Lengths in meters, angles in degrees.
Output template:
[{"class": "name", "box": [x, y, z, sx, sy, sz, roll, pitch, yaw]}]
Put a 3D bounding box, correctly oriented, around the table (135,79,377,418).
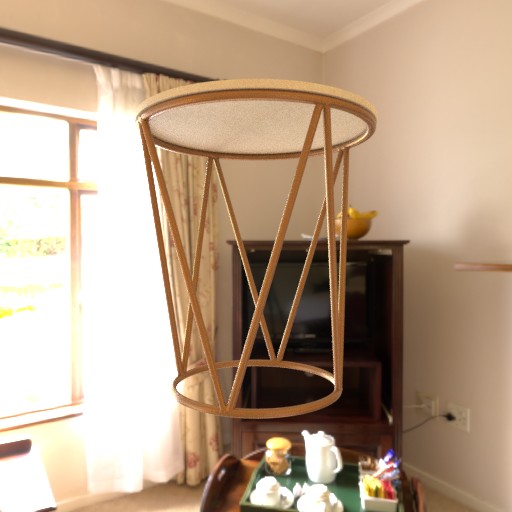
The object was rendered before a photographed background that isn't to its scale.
[{"class": "table", "box": [0.000, 0.000, 0.950, 0.500, 0.564, 0.500, 0, 1, 0]}]
